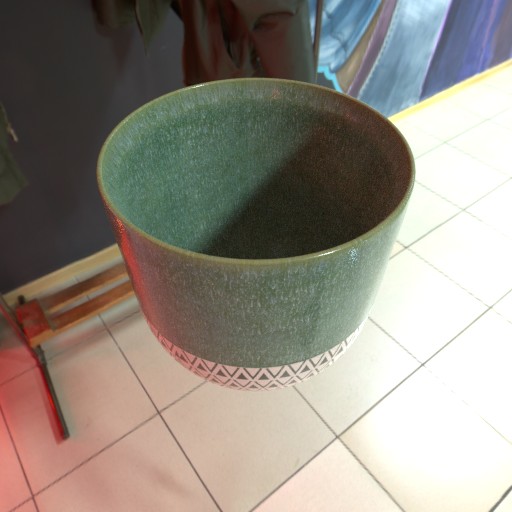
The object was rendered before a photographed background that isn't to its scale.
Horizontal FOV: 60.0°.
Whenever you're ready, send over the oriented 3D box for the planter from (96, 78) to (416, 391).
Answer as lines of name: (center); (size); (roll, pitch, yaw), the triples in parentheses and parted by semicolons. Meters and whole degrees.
planter: (0.000, 0.000, 0.476); (0.266, 0.270, 0.266); (0, 47, 0)
